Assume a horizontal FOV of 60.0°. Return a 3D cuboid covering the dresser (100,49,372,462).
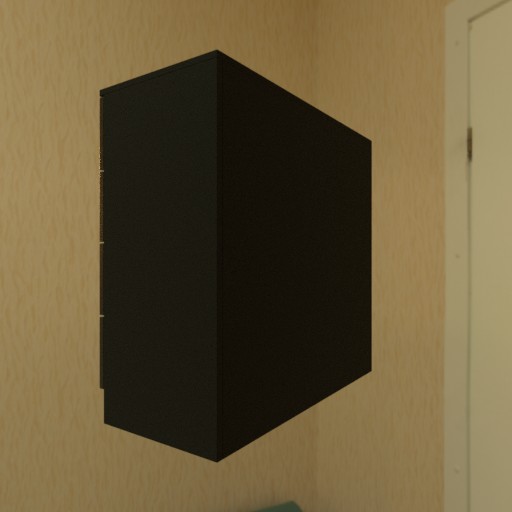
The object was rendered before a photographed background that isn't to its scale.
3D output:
[{"bbox_3d":[0.000,0.000,1.181,0.360,0.720,0.750,0,0,35],"label":"dresser"}]
